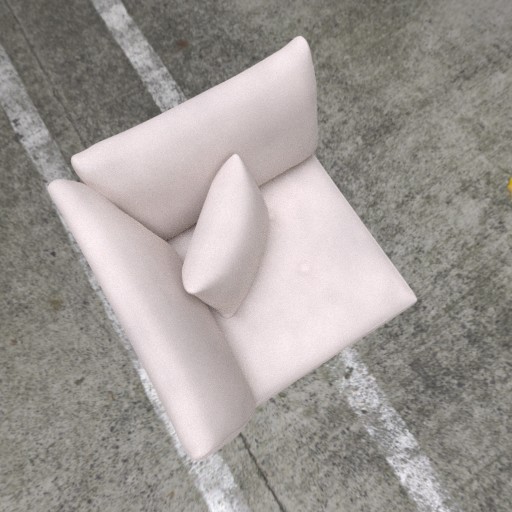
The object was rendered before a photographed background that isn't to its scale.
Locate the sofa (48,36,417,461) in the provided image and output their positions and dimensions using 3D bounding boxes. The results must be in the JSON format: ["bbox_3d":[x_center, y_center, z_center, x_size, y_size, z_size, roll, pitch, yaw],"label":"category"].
[{"bbox_3d":[0.000,0.000,1.704,1.000,0.820,1.000,-31,77,-8],"label":"sofa"}]
